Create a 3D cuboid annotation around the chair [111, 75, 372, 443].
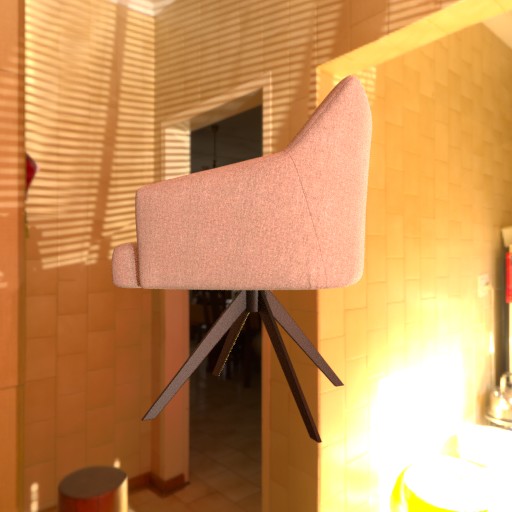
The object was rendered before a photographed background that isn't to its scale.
[{"bbox_3d":[0.000,0.000,1.341,0.677,0.874,0.642,0,0,17],"label":"chair"}]
